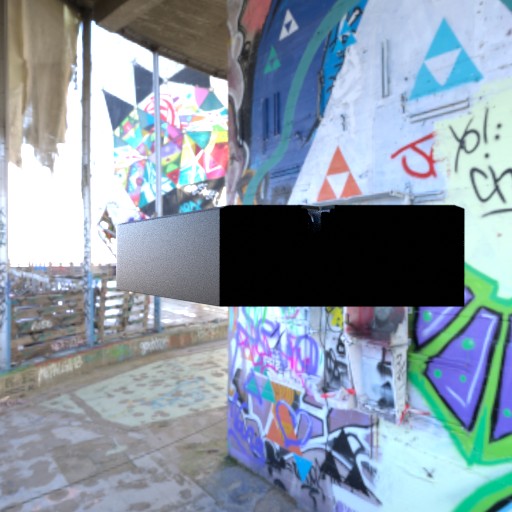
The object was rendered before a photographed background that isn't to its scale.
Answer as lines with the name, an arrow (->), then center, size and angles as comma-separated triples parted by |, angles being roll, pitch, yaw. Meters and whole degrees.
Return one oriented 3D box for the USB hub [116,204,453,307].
USB hub -> 0.000, 0.000, 0.126 | 0.044, 0.023, 0.110 | 0, 0, -37
